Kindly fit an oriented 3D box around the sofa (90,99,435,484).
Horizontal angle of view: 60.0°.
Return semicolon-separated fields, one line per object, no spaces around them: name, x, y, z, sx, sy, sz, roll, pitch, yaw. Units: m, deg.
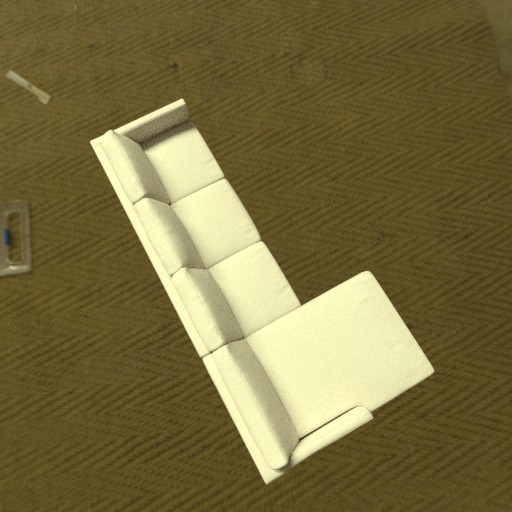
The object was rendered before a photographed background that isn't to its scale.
sofa;0.000;0.000;3.893;1.625;0.846;3.186;-28;76;-8
